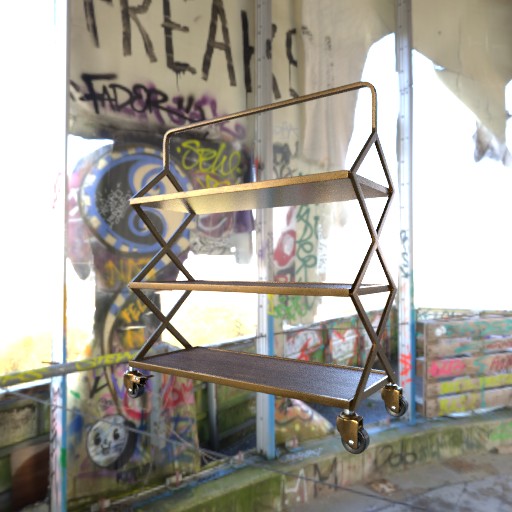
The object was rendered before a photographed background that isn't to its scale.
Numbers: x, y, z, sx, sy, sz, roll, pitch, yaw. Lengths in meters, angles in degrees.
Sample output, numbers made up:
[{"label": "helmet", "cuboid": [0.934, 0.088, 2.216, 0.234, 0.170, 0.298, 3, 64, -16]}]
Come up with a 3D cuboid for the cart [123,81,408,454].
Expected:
[{"label": "cart", "cuboid": [0.000, 0.000, 1.200, 0.723, 0.805, 0.313, -1, -2, 35]}]
